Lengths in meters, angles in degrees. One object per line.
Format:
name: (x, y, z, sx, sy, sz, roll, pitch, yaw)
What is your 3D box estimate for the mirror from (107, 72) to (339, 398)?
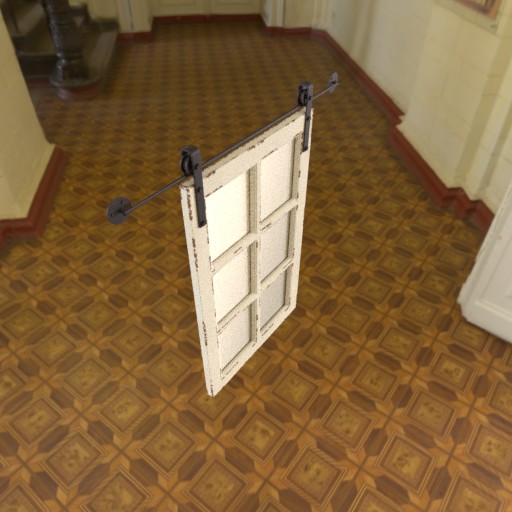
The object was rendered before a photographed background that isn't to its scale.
mirror: (0.000, 0.000, 1.244, 0.037, 0.844, 0.808, 27, 48, 27)
